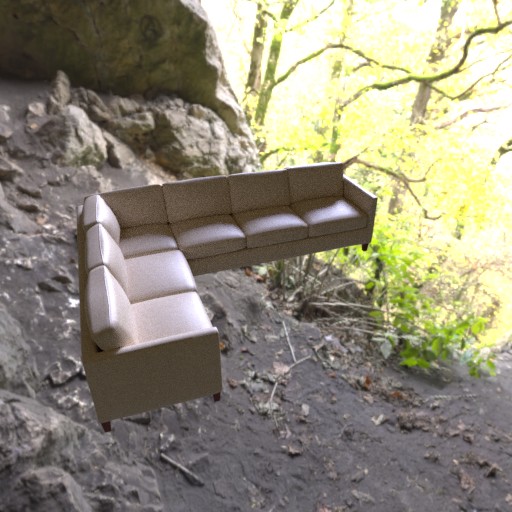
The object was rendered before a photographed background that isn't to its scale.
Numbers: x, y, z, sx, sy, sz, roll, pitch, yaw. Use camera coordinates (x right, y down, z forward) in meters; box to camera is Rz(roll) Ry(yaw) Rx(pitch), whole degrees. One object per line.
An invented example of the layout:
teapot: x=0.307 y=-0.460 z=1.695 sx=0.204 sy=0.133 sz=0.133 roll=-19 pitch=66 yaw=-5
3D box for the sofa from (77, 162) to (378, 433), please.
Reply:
sofa: x=0.000 y=0.000 z=4.452 sx=3.302 sy=0.947 sz=2.593 roll=-11 pitch=33 yaw=-17
